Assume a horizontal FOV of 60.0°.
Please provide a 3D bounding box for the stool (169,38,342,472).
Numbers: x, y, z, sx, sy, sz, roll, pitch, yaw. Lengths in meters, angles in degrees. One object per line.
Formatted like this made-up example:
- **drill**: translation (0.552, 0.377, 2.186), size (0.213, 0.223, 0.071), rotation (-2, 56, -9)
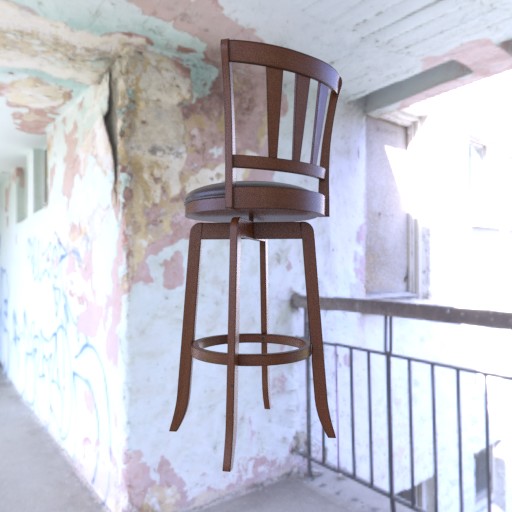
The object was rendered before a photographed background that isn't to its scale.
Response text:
- **stool**: translation (0.000, 0.000, 1.457), size (0.464, 1.177, 0.503), rotation (1, -1, -35)
